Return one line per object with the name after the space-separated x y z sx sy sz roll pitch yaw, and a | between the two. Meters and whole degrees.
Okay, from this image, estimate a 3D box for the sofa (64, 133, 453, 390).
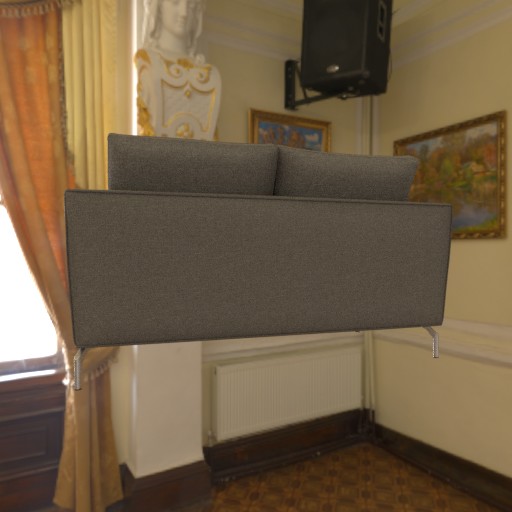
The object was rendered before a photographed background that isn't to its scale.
0.000 0.000 2.085 1.594 0.924 0.803 0 1 -18 | sofa
